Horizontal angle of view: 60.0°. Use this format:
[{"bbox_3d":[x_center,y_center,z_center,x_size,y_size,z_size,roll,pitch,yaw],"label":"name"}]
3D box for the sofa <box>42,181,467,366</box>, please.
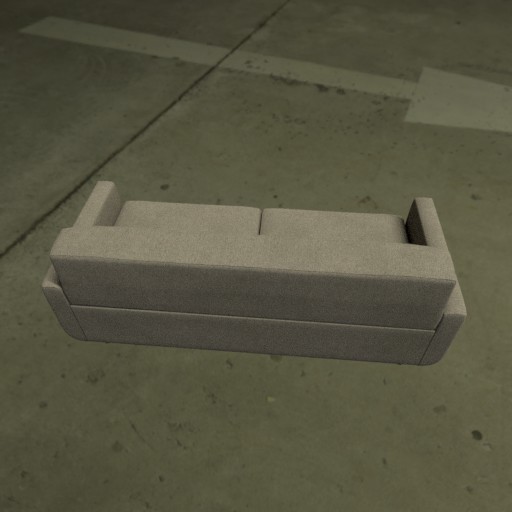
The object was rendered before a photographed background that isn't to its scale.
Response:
[{"bbox_3d":[0.000,0.000,2.506,2.029,0.841,0.909,3,47,3],"label":"sofa"}]
